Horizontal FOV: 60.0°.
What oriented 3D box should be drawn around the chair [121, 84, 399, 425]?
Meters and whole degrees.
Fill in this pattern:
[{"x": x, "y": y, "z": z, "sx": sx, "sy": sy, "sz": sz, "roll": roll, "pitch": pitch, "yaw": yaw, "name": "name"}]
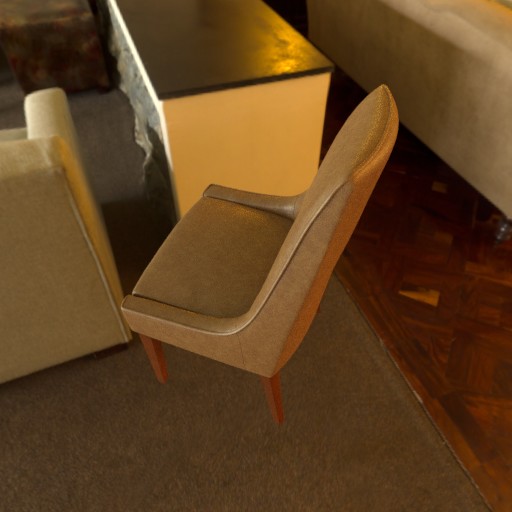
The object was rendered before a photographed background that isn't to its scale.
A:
[{"x": 0.000, "y": 0.000, "z": 1.166, "sx": 0.544, "sy": 0.861, "sz": 0.529, "roll": 15, "pitch": 48, "yaw": 14, "name": "chair"}]
